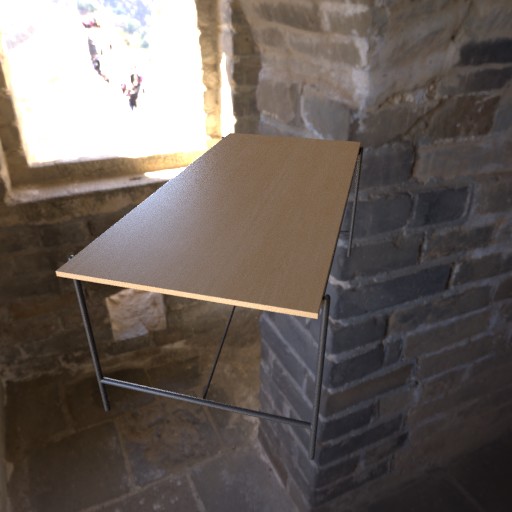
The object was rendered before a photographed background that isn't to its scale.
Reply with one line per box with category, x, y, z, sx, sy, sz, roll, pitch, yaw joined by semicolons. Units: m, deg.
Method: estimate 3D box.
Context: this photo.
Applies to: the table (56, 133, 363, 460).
table;0.000;0.000;2.278;0.900;0.758;1.800;8;31;13
